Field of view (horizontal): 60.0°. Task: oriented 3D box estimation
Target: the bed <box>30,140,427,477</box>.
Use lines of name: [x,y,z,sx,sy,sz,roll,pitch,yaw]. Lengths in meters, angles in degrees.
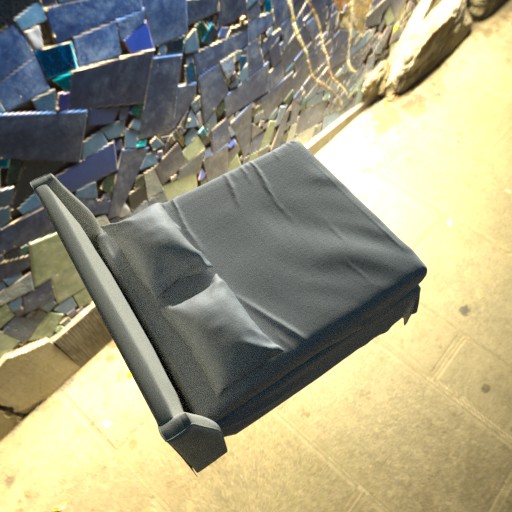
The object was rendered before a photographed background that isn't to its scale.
bed: [0.000,0.000,3.306,2.276,1.332,1.925,-29,62,-17]
